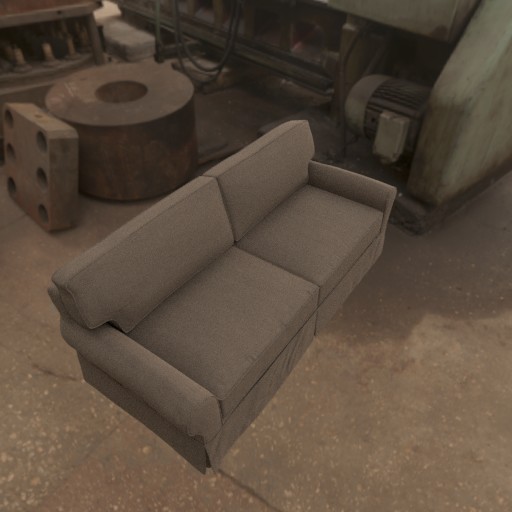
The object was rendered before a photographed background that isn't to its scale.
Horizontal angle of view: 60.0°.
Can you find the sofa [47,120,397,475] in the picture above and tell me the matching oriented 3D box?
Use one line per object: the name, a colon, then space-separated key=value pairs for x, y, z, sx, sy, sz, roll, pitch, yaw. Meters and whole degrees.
sofa: x=0.000 y=0.000 z=2.760 sx=0.991 sy=0.943 sz=2.248 roll=25 pitch=47 yaw=26
